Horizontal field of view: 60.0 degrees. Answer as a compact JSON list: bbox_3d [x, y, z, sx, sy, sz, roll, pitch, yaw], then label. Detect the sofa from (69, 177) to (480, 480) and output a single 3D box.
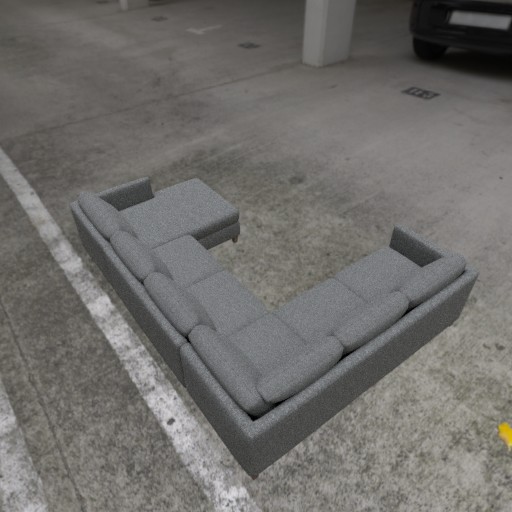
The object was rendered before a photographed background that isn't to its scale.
[{"bbox_3d":[0.000,0.000,4.430,2.551,0.853,3.238,-27,48,-27],"label":"sofa"}]
